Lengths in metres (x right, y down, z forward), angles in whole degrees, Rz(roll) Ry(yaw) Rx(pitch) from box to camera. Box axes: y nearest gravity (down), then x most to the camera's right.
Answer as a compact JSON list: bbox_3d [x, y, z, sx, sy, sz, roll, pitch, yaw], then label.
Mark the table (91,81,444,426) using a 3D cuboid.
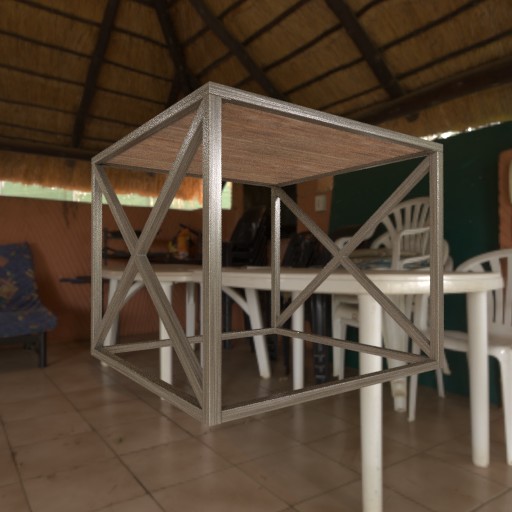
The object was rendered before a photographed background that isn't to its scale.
[{"bbox_3d":[0.000,0.000,1.075,0.609,0.507,0.611,0,-1,-36],"label":"table"}]
